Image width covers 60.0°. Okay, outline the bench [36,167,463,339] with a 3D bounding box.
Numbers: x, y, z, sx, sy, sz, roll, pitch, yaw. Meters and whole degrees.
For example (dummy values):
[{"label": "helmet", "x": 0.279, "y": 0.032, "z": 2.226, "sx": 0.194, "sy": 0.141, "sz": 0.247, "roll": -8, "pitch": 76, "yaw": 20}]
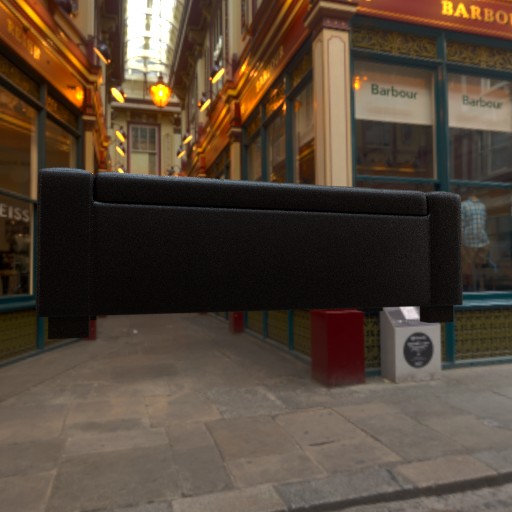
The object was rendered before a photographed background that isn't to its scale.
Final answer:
[{"label": "bench", "x": 0.000, "y": 0.000, "z": 1.523, "sx": 1.296, "sy": 0.445, "sz": 0.508, "roll": 1, "pitch": -2, "yaw": -17}]
